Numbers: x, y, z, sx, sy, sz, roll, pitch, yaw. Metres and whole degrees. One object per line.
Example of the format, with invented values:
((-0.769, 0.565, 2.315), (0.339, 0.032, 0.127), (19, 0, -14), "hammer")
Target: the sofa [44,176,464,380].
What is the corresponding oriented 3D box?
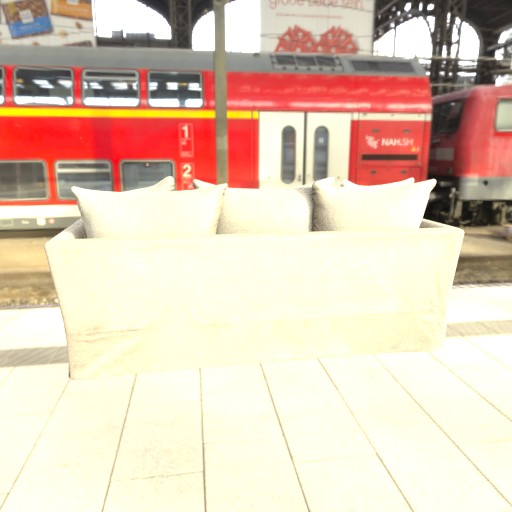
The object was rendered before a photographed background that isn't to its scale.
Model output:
((0.000, 0.000, 2.872), (2.290, 1.034, 1.031), (-2, 13, -10), "sofa")
